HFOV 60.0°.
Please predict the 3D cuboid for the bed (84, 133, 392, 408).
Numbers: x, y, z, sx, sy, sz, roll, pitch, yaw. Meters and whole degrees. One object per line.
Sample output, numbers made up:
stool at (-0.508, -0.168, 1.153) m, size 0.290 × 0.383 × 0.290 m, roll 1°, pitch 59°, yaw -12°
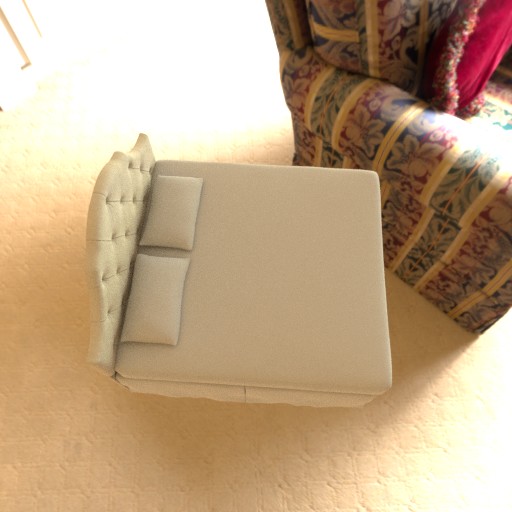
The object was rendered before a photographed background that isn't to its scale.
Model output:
bed at (0.000, 0.000, 3.474) m, size 2.086 × 1.555 × 2.012 m, roll 3°, pitch 64°, yaw 2°
